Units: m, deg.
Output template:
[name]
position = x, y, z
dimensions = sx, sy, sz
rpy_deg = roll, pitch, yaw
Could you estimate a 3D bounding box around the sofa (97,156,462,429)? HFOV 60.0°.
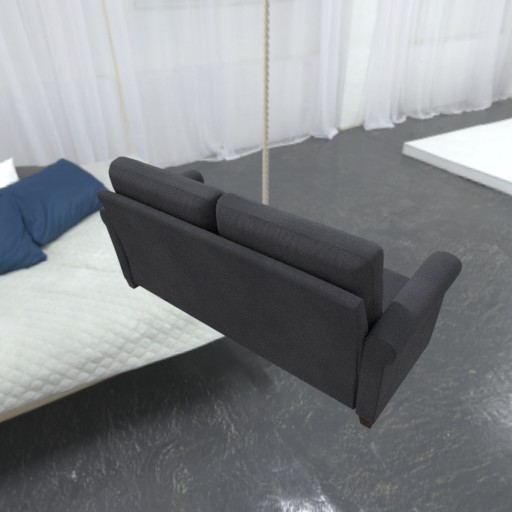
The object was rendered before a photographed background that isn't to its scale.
[sofa]
position = 0.000, 0.000, 2.477
dimensions = 1.935, 0.942, 0.842
rpy_deg = 23, 39, 32
